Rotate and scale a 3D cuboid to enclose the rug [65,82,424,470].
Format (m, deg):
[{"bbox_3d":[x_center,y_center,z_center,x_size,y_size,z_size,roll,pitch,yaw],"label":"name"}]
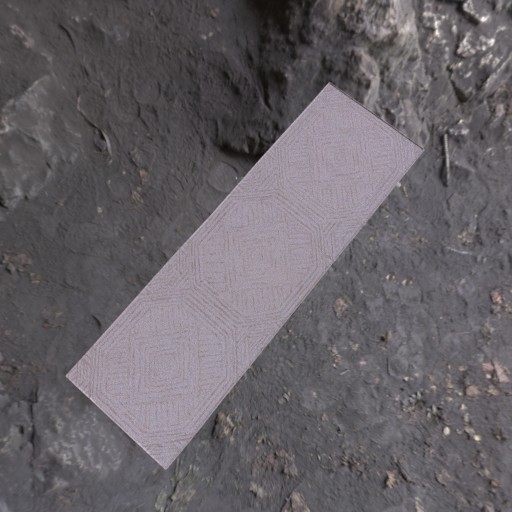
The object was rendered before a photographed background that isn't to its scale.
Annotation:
[{"bbox_3d":[0.000,0.000,2.666,0.775,0.012,2.452,39,79,9],"label":"rug"}]
